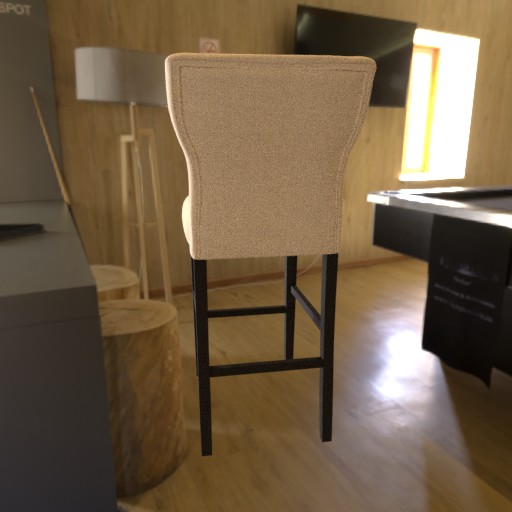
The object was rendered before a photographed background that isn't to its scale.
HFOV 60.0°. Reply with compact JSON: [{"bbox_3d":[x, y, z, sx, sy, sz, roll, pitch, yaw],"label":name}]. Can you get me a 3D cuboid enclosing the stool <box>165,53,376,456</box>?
[{"bbox_3d":[0.000,0.000,1.442,0.516,1.124,0.603,-3,15,-10],"label":"stool"}]
